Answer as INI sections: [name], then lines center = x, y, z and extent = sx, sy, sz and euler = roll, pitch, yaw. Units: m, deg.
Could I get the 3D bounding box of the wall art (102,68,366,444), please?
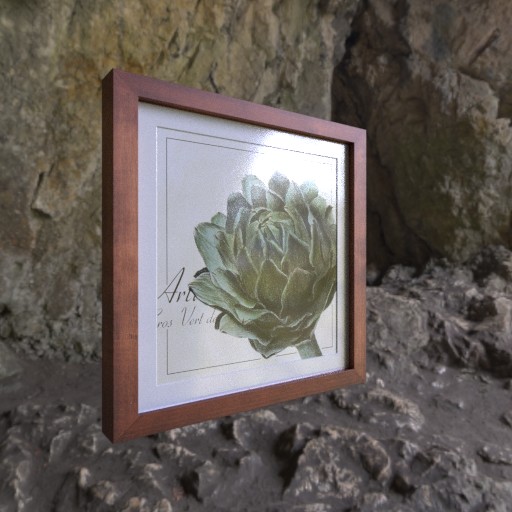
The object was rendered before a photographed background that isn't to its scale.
[wall art]
center = 0.000, 0.000, 0.581
extent = 0.386, 0.385, 0.038
euler = 0, 0, -35
